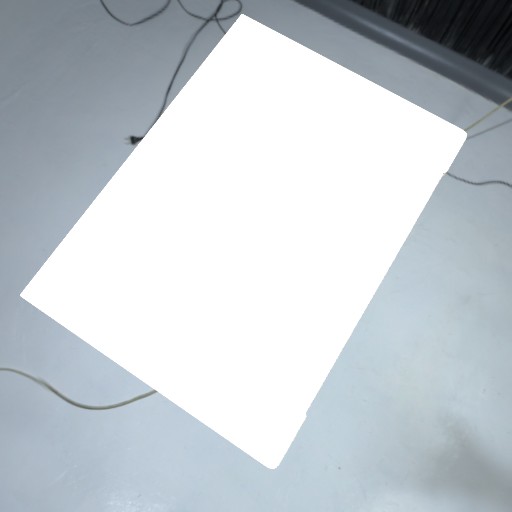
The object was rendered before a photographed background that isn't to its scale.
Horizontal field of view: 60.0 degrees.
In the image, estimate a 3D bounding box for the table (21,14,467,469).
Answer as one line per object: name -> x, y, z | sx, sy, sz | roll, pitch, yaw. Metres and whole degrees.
table -> 0.000, 0.000, 0.898 | 0.420, 0.510, 0.570 | 32, 77, 8
